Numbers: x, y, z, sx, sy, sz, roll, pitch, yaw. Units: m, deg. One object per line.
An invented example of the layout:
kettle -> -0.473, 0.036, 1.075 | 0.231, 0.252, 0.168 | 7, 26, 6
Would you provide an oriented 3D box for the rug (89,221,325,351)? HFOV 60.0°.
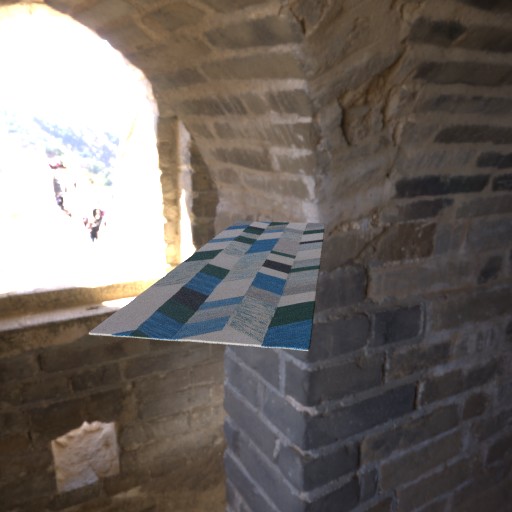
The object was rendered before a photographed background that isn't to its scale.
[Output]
rug -> 0.000, 0.000, 2.655 | 0.774, 0.008, 2.437 | 2, 14, 10
